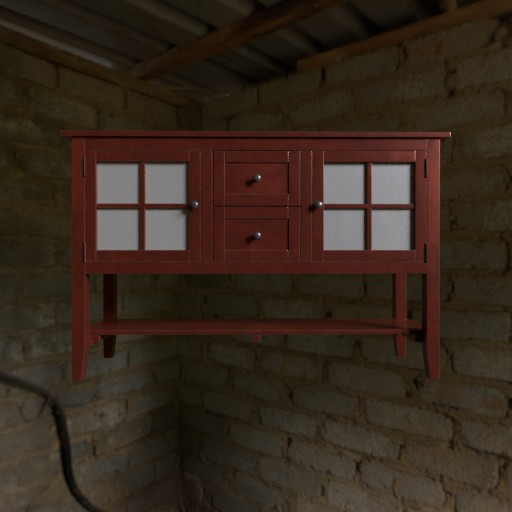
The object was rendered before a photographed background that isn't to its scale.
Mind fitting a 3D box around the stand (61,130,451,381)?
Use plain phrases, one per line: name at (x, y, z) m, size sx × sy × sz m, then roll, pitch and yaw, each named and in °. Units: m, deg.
stand at (0.000, 0.000, 1.741) m, size 1.362 × 0.872 × 0.410 m, roll 0°, pitch 0°, yaw -1°
